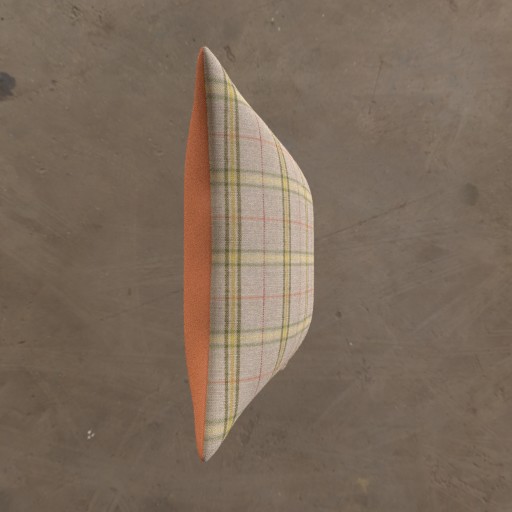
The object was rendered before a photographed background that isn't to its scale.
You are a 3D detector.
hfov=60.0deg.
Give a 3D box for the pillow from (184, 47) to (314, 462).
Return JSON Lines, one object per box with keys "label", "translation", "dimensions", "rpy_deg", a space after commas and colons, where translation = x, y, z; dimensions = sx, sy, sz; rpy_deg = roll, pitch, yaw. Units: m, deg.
{"label": "pillow", "translation": [0.000, 0.000, 0.694], "dimensions": [0.200, 0.430, 0.453], "rpy_deg": [0, 89, 0]}
